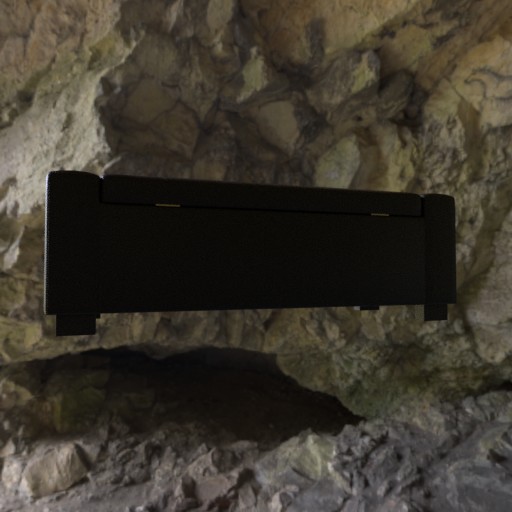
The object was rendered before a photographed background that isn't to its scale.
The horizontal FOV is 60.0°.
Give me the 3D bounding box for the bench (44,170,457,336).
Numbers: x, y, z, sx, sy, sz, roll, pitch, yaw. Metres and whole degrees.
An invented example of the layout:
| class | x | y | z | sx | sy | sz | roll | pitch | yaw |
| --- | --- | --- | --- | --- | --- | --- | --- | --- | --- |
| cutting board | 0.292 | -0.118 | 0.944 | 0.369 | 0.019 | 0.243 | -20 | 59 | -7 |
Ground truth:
| class | x | y | z | sx | sy | sz | roll | pitch | yaw |
| --- | --- | --- | --- | --- | --- | --- | --- | --- | --- |
| bench | 0.000 | 0.000 | 1.565 | 1.296 | 0.445 | 0.508 | 1 | -2 | -18 |
